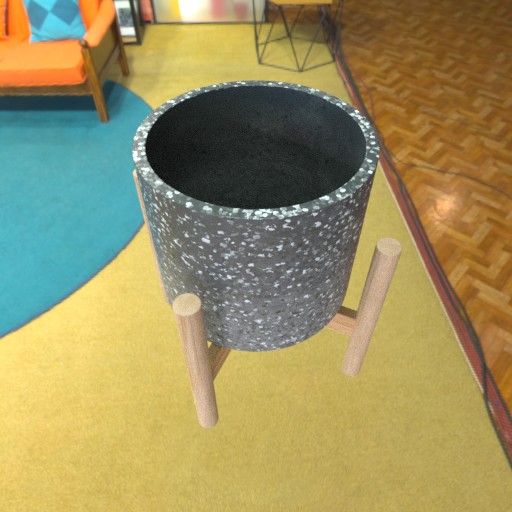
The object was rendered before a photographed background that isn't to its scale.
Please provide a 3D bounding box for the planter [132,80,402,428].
[{"bbox_3d":[0.000,0.000,0.521,0.284,0.320,0.284,-34,56,-27],"label":"planter"}]
